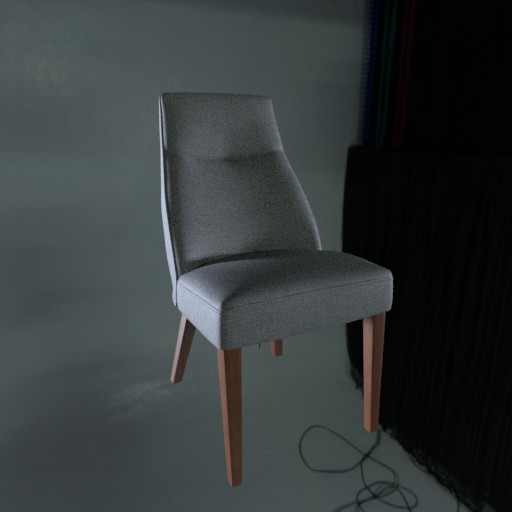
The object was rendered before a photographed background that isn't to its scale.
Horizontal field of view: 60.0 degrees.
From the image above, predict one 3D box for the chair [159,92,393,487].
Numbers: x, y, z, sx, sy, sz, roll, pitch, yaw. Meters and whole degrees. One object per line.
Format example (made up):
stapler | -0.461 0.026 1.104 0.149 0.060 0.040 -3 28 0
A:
chair | 0.000 0.000 1.286 0.500 0.930 0.620 -8 18 -27
